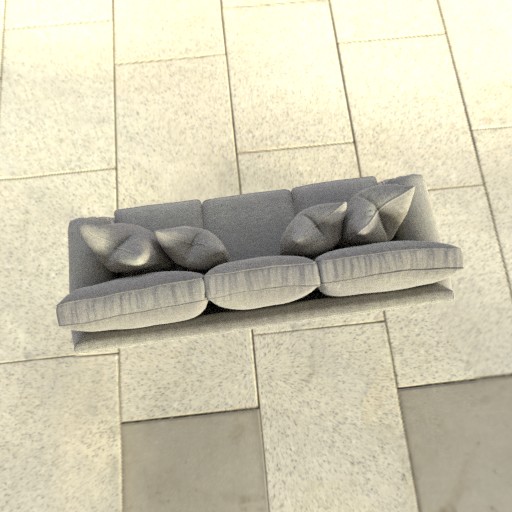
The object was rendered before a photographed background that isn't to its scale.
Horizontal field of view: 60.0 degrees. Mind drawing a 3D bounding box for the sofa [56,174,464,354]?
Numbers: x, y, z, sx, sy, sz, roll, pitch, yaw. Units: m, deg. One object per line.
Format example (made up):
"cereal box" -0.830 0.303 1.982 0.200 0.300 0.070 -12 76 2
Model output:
"sofa" 0.000 0.000 2.844 2.312 0.975 0.965 -8 75 -2
